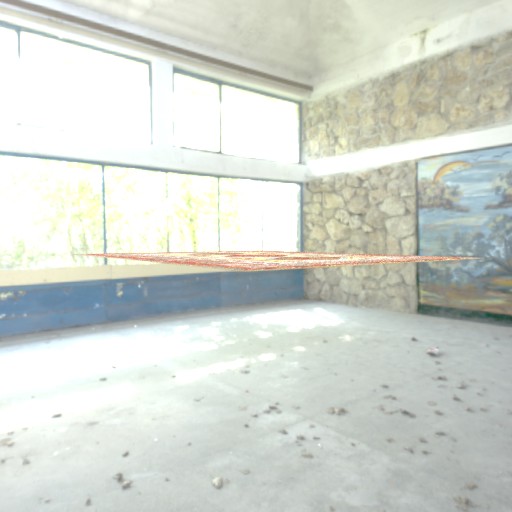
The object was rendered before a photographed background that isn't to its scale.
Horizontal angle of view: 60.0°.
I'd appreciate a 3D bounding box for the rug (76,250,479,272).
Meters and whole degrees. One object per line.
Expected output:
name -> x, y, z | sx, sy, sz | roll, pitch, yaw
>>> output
rug -> 0.000, 0.000, 4.149 | 2.460, 0.005, 3.067 | -2, 3, -37
